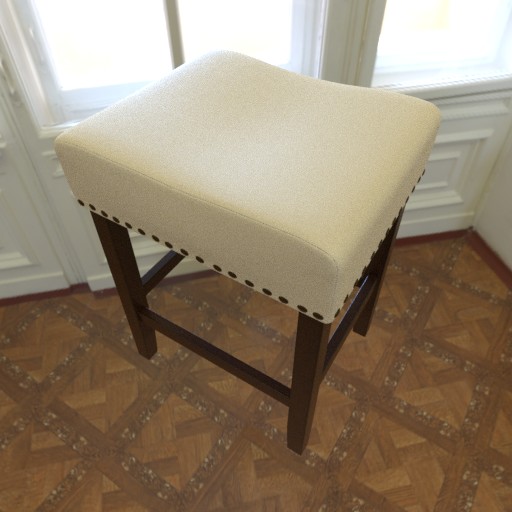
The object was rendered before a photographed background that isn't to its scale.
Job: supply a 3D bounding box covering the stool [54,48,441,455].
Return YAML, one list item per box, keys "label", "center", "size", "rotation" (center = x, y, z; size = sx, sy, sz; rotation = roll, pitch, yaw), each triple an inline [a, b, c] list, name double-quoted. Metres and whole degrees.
- label: "stool"
  center: [0.000, 0.000, 0.886]
  size: [0.471, 0.609, 0.401]
  rotation: [24, 51, 22]
